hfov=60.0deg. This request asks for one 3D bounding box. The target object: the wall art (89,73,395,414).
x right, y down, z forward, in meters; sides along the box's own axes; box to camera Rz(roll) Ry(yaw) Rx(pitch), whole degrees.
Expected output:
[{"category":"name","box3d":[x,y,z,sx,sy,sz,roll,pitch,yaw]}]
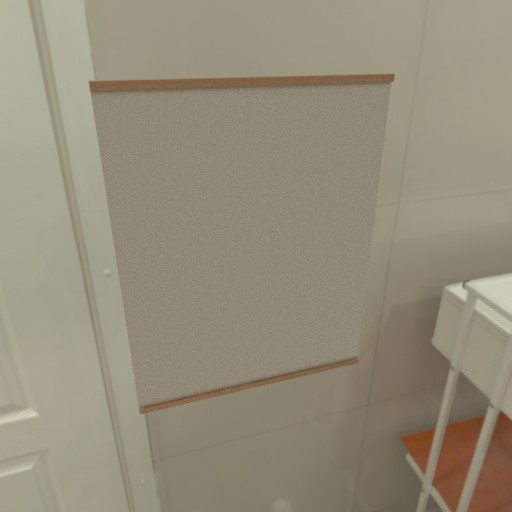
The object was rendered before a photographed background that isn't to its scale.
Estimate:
[{"category":"wall art","box3d":[0.000,0.000,0.677,0.405,0.508,0.012,-8,27,-17]}]
